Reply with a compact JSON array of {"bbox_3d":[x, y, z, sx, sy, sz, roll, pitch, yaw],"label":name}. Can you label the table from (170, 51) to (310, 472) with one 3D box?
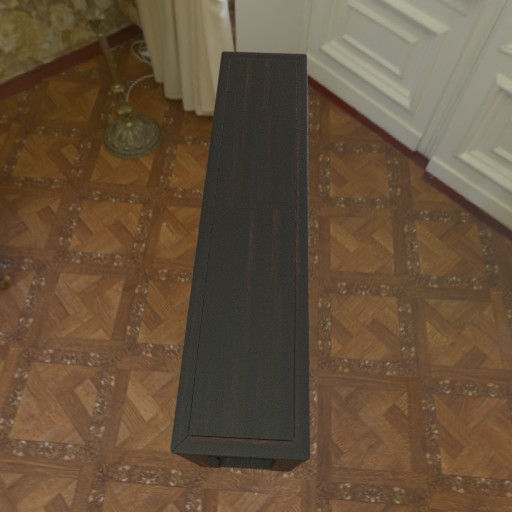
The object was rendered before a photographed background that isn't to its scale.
[{"bbox_3d":[0.000,0.000,1.907,0.384,0.762,1.631,2,62,1],"label":"table"}]
